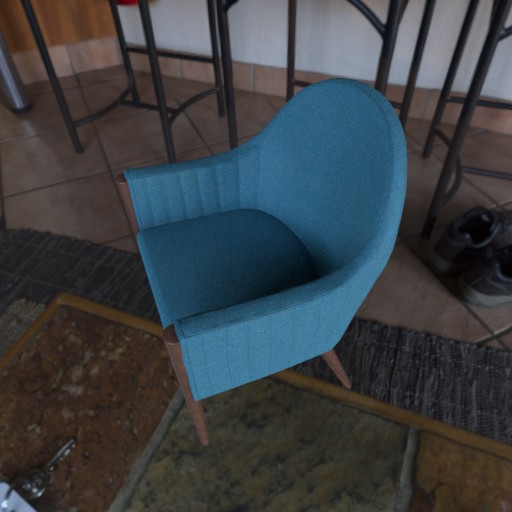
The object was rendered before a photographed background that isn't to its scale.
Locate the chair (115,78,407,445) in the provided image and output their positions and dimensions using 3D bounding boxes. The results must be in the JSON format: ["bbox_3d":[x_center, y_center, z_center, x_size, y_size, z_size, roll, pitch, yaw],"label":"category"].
[{"bbox_3d":[0.000,0.000,1.313,0.652,0.907,0.656,-16,49,-15],"label":"chair"}]
